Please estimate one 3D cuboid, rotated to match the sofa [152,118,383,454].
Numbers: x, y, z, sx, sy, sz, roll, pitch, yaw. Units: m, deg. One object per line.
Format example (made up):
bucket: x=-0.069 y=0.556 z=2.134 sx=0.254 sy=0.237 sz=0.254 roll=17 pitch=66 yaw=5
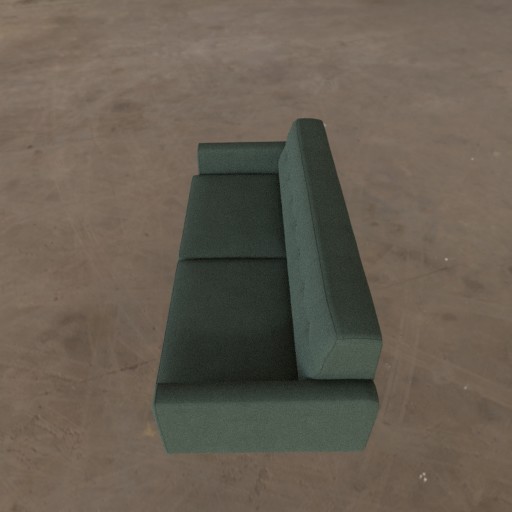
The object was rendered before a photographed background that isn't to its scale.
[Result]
sofa: x=0.000 y=0.000 z=2.489 sx=0.909 sy=0.841 sz=2.029 roll=0 pitch=42 yaw=0
